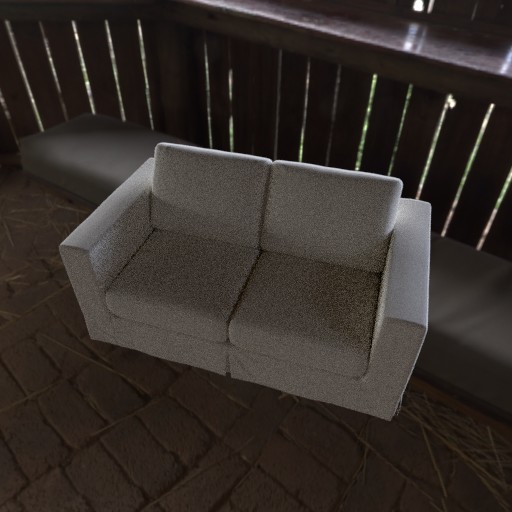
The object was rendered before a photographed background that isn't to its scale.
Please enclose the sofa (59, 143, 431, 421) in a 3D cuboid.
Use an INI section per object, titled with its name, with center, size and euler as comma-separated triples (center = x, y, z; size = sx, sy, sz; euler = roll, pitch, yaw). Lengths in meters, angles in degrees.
[sofa]
center = 0.000, 0.000, 2.509
size = 1.813, 0.932, 1.009
euler = 12, 42, 13
